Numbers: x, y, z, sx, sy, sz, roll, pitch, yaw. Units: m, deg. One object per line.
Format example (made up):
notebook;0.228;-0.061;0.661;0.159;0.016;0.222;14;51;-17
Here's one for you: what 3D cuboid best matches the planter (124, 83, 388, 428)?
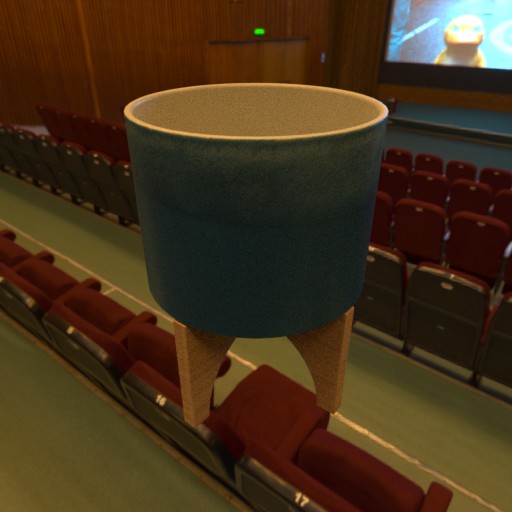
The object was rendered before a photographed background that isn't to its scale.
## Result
planter;0.000;0.000;0.397;0.192;0.263;0.192;0;30;0
